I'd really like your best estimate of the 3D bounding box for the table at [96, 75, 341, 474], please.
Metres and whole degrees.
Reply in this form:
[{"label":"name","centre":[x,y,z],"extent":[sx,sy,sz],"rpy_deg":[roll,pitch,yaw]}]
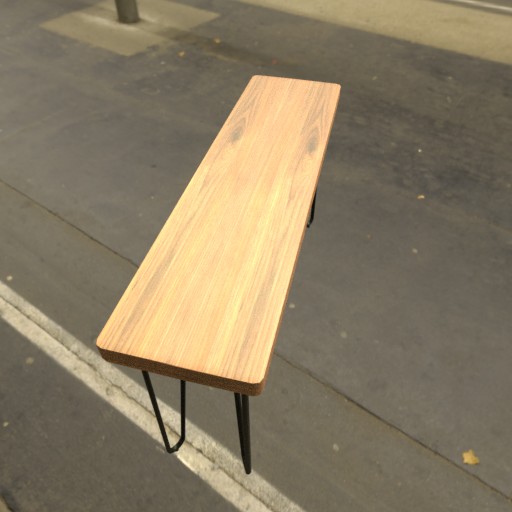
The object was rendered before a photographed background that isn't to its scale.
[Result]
[{"label":"table","centre":[0.000,0.000,1.868],"extent":[0.425,0.834,1.570],"rpy_deg":[10,47,10]}]
